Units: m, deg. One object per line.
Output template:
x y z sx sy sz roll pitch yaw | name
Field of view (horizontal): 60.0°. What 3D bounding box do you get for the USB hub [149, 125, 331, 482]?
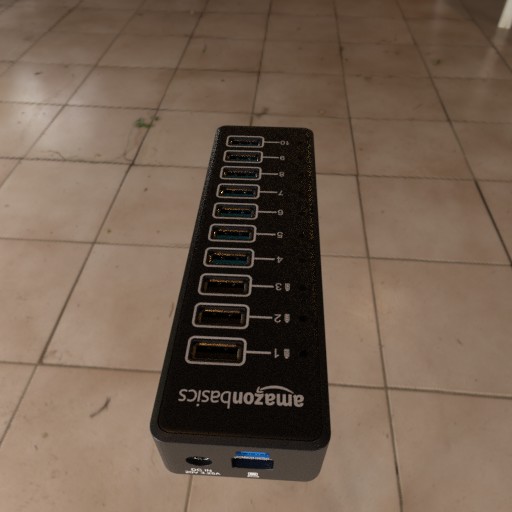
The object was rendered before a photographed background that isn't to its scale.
0.000 0.000 0.162 0.044 0.023 0.145 2 46 2 | USB hub
